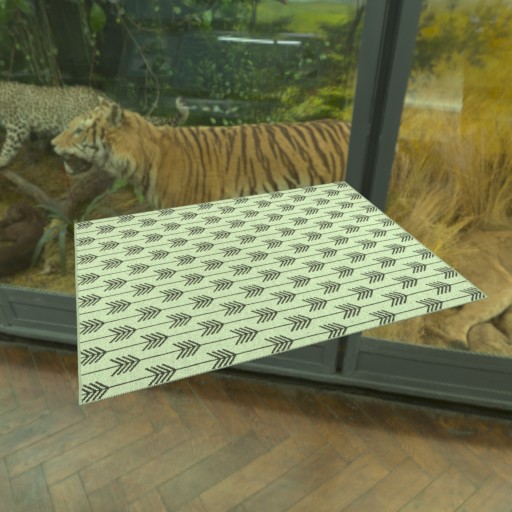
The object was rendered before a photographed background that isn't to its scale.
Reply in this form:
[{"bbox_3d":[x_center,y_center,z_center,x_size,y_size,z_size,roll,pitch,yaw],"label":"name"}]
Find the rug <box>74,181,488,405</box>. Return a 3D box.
[{"bbox_3d":[0.000,0.000,3.972,3.061,0.010,2.330,-11,35,-16],"label":"rug"}]
